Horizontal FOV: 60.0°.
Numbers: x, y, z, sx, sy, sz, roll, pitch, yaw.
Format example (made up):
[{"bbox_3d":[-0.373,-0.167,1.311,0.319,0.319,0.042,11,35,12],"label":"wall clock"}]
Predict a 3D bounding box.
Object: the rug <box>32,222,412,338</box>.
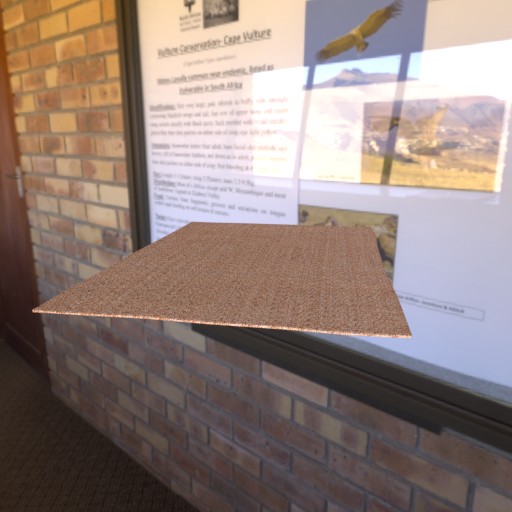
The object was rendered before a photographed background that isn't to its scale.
[{"bbox_3d":[0.000,0.000,2.742,1.566,0.013,2.141,2,15,9],"label":"rug"}]
